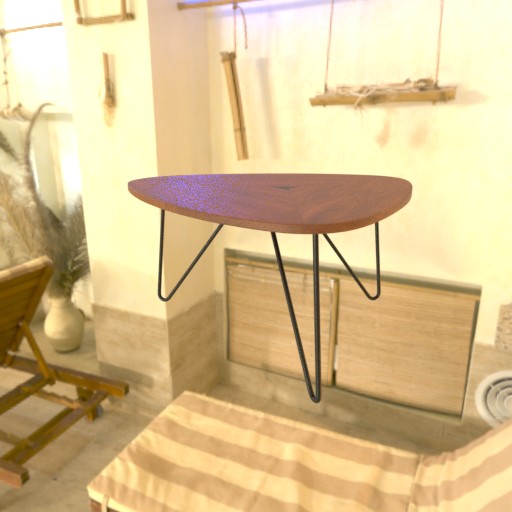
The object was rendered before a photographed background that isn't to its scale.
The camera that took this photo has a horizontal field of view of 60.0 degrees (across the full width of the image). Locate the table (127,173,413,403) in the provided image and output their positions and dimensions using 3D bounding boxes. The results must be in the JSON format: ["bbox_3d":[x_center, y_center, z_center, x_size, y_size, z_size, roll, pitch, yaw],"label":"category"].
[{"bbox_3d":[0.000,0.000,1.303,0.821,0.413,0.833,8,18,24],"label":"table"}]
